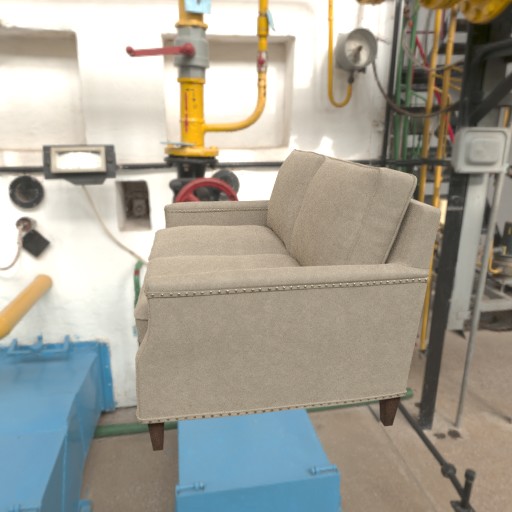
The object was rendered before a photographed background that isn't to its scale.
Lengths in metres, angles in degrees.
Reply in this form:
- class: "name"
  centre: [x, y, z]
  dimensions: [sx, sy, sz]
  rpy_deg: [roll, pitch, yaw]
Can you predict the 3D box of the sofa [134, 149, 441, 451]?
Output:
- class: "sofa"
  centre: [0.000, 0.000, 2.244]
  dimensions: [1.084, 1.002, 1.597]
  rpy_deg: [-3, 16, -9]
